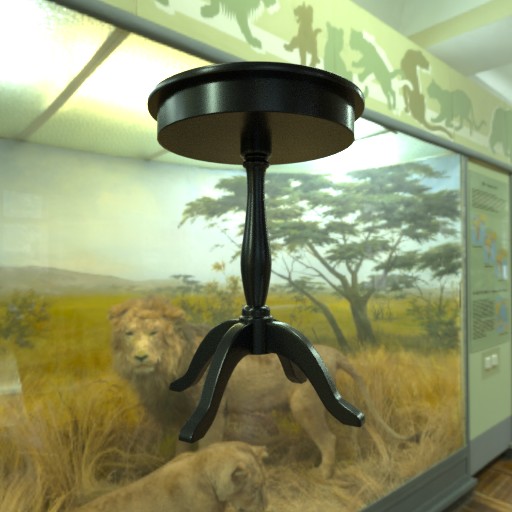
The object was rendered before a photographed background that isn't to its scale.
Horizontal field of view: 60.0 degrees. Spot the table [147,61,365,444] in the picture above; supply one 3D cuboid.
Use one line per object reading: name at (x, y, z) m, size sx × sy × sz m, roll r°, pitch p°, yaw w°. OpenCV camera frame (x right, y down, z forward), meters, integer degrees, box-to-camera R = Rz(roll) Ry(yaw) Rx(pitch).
table at (0.000, 0.000, 0.994) m, size 0.481 × 0.665 × 0.481 m, roll 0°, pitch -1°, yaw 0°
